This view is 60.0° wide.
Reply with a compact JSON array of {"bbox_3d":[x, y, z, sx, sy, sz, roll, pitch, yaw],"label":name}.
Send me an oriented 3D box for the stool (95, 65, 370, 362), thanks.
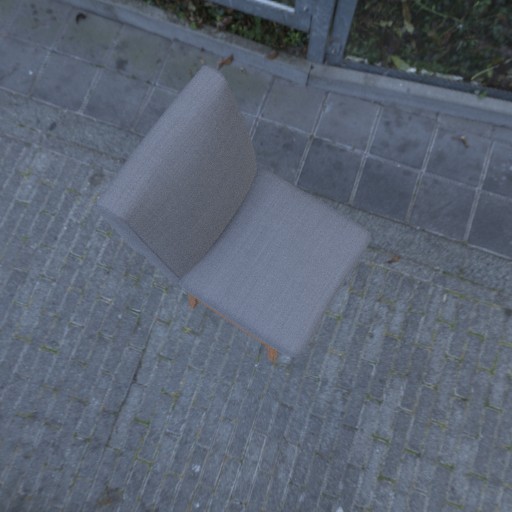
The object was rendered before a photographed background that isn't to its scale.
[{"bbox_3d":[0.000,0.000,1.460,0.570,1.112,0.483,32,78,8],"label":"stool"}]
